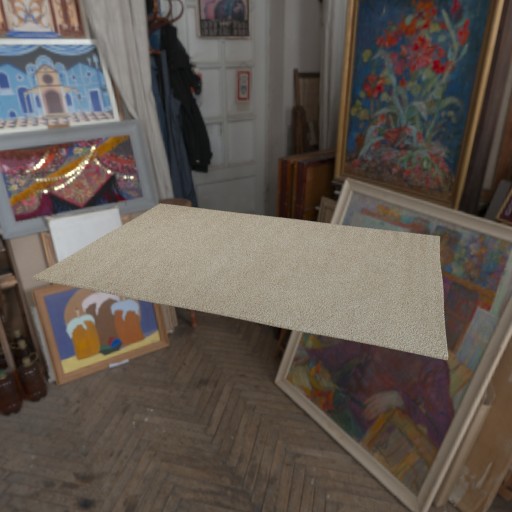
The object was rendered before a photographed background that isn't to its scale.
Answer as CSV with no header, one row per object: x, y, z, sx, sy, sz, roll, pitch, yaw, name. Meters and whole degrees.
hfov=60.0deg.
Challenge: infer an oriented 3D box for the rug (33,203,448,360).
0.000,0.000,2.979,2.346,0.025,1.500,8,26,17,rug
